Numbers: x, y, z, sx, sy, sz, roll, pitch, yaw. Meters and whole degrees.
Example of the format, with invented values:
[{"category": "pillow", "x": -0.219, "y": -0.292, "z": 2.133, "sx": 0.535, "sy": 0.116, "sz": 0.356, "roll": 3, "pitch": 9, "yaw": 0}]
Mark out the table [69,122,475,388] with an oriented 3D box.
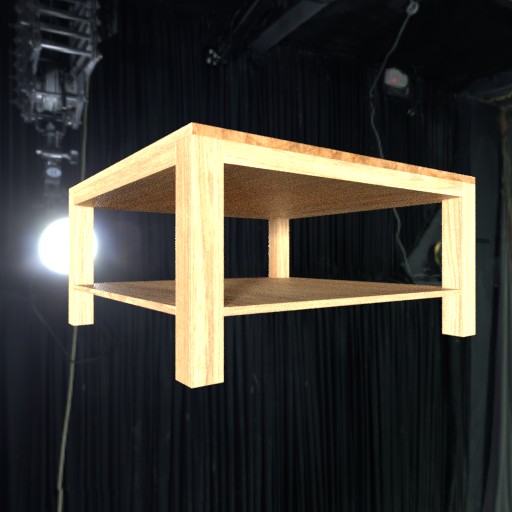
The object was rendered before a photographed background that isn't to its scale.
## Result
[{"category": "table", "x": 0.000, "y": 0.000, "z": 1.376, "sx": 0.900, "sy": 0.450, "sz": 0.900, "roll": 0, "pitch": 0, "yaw": -35}]
